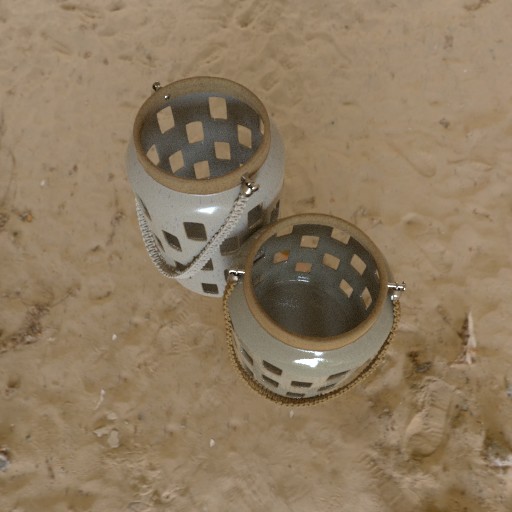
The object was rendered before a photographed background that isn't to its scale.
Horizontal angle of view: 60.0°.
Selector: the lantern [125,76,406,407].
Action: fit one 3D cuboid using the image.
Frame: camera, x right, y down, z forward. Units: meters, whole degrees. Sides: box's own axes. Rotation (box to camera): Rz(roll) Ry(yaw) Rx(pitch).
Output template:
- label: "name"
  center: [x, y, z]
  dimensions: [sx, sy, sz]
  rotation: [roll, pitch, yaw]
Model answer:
- label: "lantern"
  center: [0.000, 0.000, 0.498]
  dimensions: [0.184, 0.255, 0.347]
  rotation: [-36, 70, -16]
